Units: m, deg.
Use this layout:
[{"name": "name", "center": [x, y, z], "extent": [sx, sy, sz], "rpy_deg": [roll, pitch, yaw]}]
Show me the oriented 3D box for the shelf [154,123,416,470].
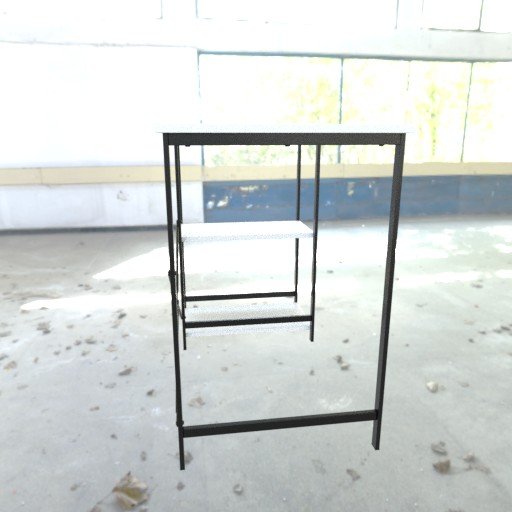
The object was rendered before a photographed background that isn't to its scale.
[{"name": "shelf", "center": [0.000, 0.000, 1.354], "extent": [0.498, 0.750, 0.902], "rpy_deg": [-2, 15, -8]}]
